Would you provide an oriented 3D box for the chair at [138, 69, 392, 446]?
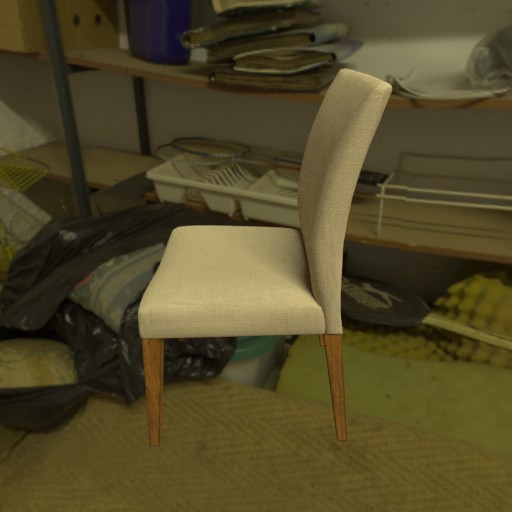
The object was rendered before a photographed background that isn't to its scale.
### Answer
[{"bbox_3d":[0.000,0.000,1.239,0.585,0.940,0.496,0,27,1],"label":"chair"}]
